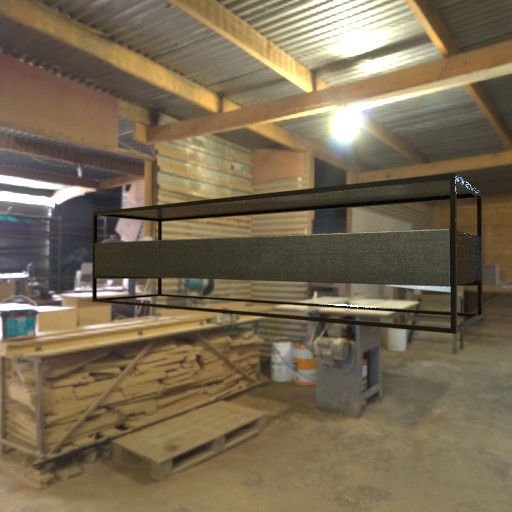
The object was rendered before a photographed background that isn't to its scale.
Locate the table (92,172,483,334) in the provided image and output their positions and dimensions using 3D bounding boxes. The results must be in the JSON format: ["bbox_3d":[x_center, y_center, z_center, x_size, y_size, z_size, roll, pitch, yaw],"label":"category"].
[{"bbox_3d":[0.000,0.000,1.680,1.486,0.395,0.399,0,-1,36],"label":"table"}]
